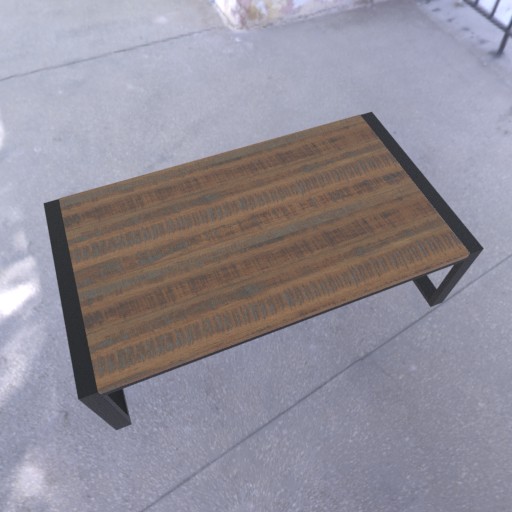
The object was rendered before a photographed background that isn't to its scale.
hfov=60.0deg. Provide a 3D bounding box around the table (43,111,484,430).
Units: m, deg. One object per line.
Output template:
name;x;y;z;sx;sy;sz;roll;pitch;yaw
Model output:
table;0.000;0.000;1.709;1.350;0.400;0.750;-18;59;-12
